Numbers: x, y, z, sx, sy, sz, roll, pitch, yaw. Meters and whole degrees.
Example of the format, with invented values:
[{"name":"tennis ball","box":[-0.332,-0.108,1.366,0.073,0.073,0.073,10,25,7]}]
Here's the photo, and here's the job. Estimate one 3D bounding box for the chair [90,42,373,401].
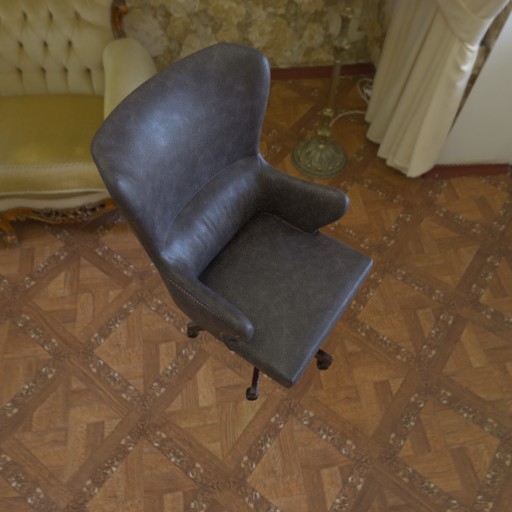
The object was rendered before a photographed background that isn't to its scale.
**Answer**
[{"name":"chair","box":[0.000,0.000,1.445,0.717,1.037,0.594,31,63,18]}]
